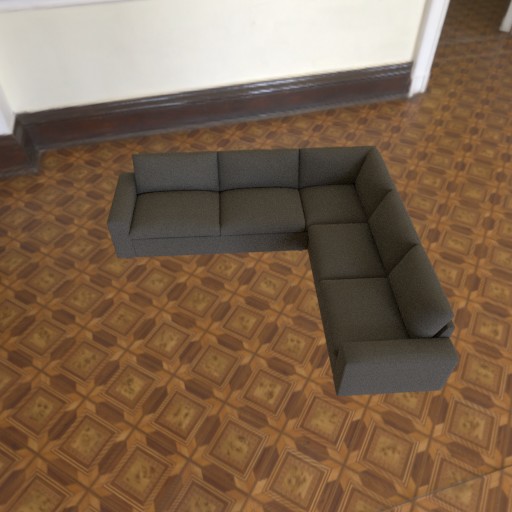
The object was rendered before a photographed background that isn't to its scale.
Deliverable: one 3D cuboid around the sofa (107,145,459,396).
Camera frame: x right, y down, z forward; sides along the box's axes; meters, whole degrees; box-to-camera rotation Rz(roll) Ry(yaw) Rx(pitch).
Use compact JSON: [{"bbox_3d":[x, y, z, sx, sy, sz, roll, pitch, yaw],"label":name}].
[{"bbox_3d":[0.000,0.000,4.760,3.277,0.965,2.895,-3,46,-2],"label":"sofa"}]
